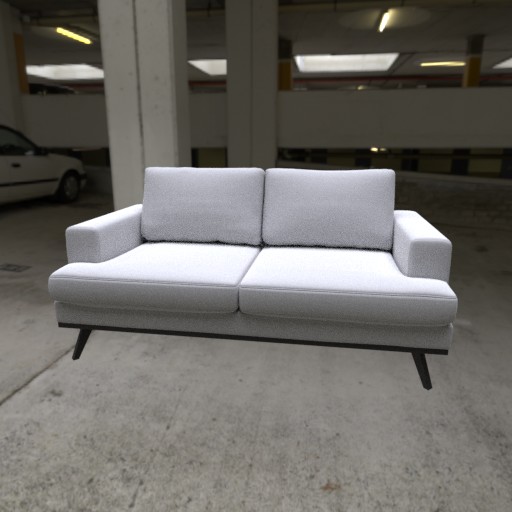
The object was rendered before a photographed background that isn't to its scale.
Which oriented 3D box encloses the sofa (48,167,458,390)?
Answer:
[{"bbox_3d":[0.000,0.000,2.157,1.650,0.810,0.920,2,15,9],"label":"sofa"}]
